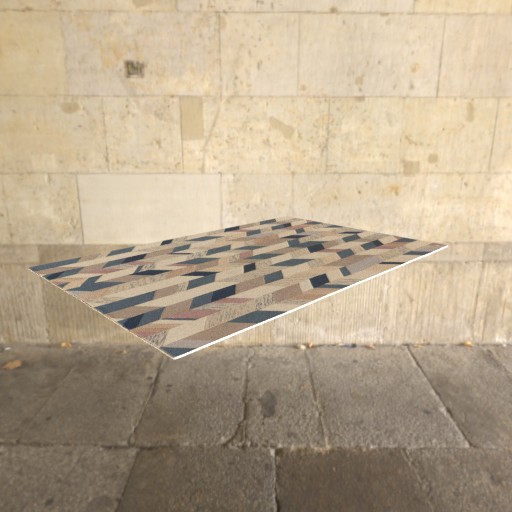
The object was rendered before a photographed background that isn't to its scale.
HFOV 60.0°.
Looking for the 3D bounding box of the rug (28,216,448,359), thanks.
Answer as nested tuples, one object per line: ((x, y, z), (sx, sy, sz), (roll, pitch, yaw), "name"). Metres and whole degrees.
((0.000, 0.000, 2.265), (1.813, 0.006, 1.202), (-15, 22, -42), "rug")
